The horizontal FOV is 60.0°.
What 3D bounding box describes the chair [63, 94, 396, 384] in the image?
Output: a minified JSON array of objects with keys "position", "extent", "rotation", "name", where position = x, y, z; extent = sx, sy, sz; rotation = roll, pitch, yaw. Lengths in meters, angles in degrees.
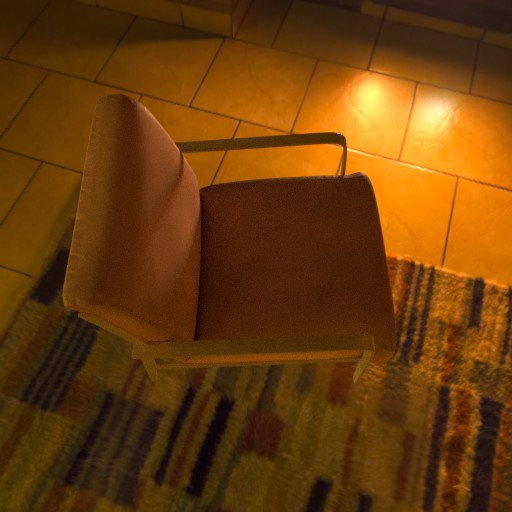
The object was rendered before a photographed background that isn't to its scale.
[{"position":[0.000,0.000,1.427],"extent":[0.848,0.823,0.701],"rotation":[-1,65,-1],"name":"chair"}]
